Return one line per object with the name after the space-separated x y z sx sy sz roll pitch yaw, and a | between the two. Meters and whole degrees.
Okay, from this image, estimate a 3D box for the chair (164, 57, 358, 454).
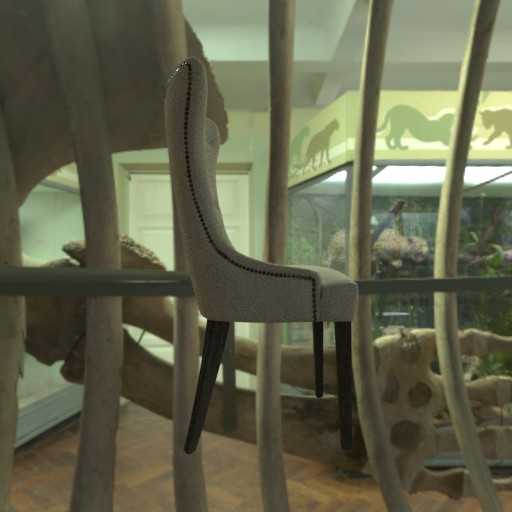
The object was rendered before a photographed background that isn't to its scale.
0.000 0.000 1.447 0.590 1.065 0.584 0 -1 -1 | chair
